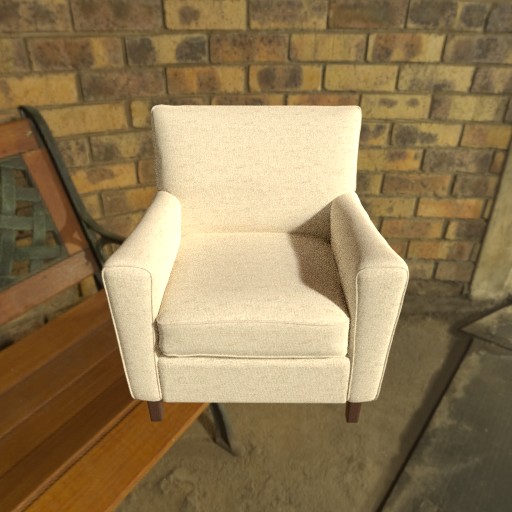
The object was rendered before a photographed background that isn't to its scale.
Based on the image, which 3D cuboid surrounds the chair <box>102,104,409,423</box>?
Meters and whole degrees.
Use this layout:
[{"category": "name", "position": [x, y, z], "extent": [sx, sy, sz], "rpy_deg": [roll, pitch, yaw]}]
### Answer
[{"category": "chair", "position": [0.000, 0.000, 1.637], "extent": [0.870, 0.943, 0.823], "rpy_deg": [0, 29, 0]}]
